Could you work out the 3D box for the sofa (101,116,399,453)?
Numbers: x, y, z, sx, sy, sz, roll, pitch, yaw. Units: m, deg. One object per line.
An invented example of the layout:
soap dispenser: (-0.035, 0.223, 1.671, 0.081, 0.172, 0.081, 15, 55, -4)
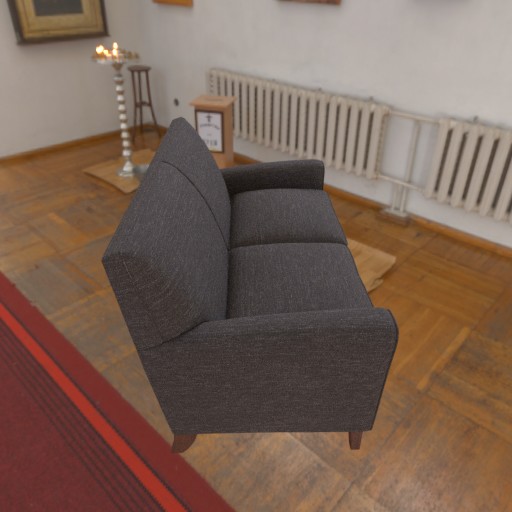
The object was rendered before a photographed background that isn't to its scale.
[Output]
sofa: (0.000, 0.000, 2.022, 0.867, 0.905, 1.509, -1, 31, -1)
